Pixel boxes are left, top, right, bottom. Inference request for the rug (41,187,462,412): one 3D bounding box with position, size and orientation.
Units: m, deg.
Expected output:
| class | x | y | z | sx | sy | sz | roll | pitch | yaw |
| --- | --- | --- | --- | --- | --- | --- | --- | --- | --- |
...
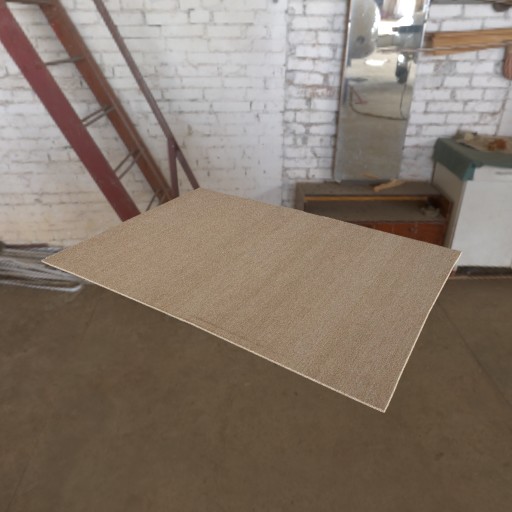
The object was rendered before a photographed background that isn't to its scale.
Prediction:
| class | x | y | z | sx | sy | sz | roll | pitch | yaw |
| --- | --- | --- | --- | --- | --- | --- | --- | --- | --- |
| rug | 0.000 | 0.000 | 3.672 | 2.869 | 0.038 | 2.032 | 17 | 33 | 28 |
